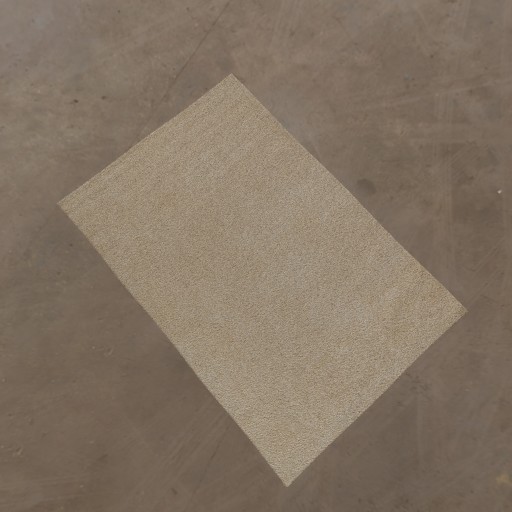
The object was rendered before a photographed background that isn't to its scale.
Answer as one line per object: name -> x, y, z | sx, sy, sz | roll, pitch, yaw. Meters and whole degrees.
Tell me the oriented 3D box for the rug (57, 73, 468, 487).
rug -> 0.000, 0.000, 3.386 | 1.800, 0.025, 2.699 | -40, 79, -10
